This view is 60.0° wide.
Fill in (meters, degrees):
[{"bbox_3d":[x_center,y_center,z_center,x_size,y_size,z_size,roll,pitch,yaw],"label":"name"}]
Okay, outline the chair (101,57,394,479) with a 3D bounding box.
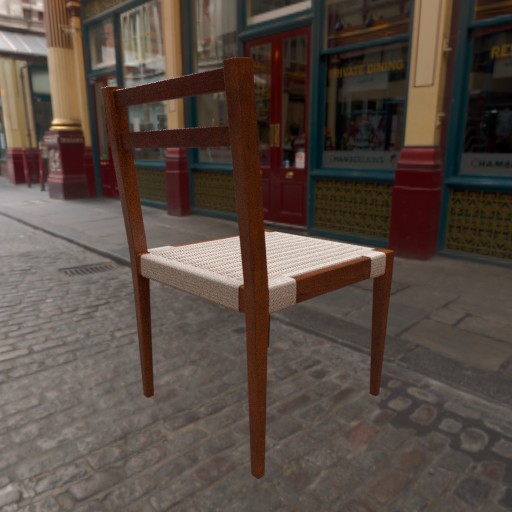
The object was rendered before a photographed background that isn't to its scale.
[{"bbox_3d":[0.000,0.000,1.186,0.569,0.851,0.495,-12,18,-43],"label":"chair"}]
